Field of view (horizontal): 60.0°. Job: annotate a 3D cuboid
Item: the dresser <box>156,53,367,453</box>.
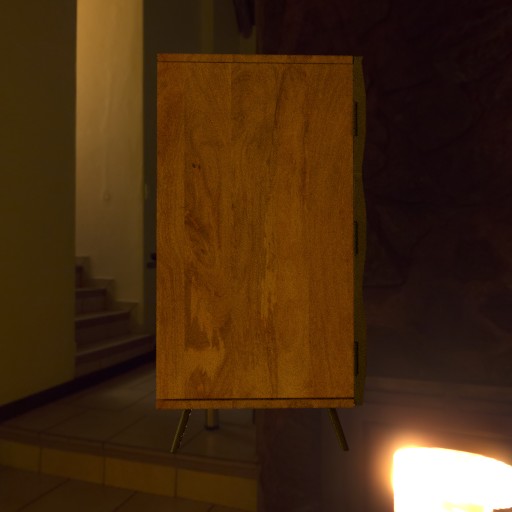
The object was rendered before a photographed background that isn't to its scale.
[{"bbox_3d":[0.000,0.000,1.419,0.446,0.847,0.967,0,-1,-2],"label":"dresser"}]
